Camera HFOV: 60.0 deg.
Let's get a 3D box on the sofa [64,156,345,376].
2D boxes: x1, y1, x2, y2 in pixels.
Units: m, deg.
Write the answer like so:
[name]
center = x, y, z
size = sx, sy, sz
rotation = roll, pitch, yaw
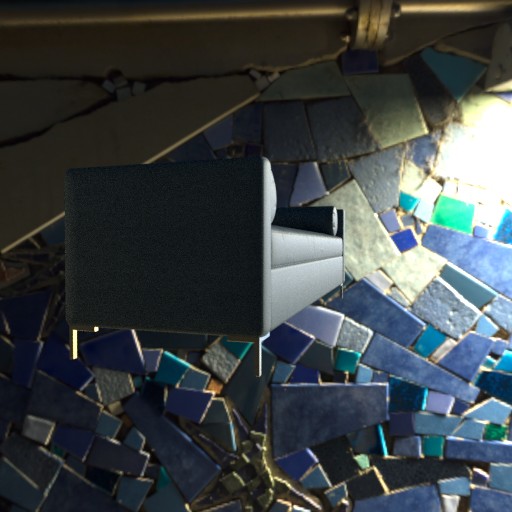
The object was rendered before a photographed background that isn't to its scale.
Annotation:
[sofa]
center = 0.000, 0.000, 2.280
size = 0.686, 0.635, 1.981
rotation = 0, 1, 18
